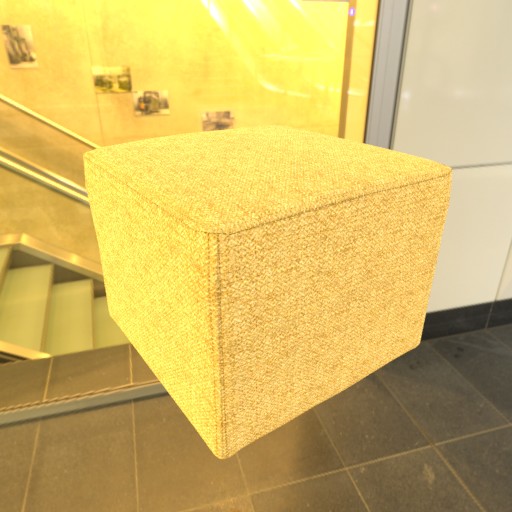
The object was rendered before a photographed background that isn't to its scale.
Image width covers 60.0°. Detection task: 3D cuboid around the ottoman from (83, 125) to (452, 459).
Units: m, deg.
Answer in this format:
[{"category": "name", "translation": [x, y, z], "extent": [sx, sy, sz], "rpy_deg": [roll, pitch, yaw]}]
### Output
[{"category": "ottoman", "translation": [0.000, 0.000, 0.901], "extent": [0.505, 0.441, 0.512], "rpy_deg": [-18, 31, -31]}]
